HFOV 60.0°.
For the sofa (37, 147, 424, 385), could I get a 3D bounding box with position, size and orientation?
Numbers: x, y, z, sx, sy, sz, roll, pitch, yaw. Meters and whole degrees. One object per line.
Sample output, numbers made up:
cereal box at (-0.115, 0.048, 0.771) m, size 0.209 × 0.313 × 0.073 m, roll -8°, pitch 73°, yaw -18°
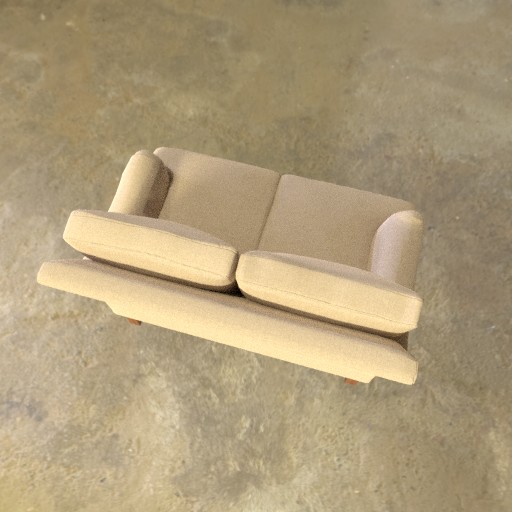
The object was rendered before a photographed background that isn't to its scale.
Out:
sofa at (0.000, 0.000, 2.213) m, size 1.508 × 1.048 × 1.087 m, roll 14°, pitch 64°, yaw 7°
